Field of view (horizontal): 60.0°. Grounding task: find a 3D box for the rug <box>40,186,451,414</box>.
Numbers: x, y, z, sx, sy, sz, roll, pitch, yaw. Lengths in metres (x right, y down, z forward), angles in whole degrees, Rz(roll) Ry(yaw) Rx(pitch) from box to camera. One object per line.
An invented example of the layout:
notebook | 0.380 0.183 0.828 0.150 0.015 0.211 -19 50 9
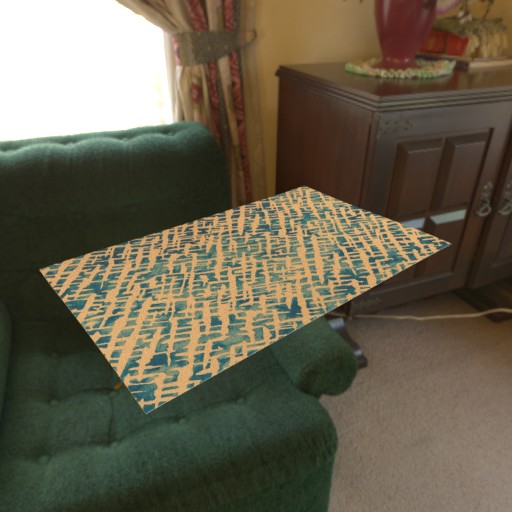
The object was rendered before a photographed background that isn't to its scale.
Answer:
rug | 0.000 0.000 3.080 2.447 0.011 1.520 -22 36 -33
